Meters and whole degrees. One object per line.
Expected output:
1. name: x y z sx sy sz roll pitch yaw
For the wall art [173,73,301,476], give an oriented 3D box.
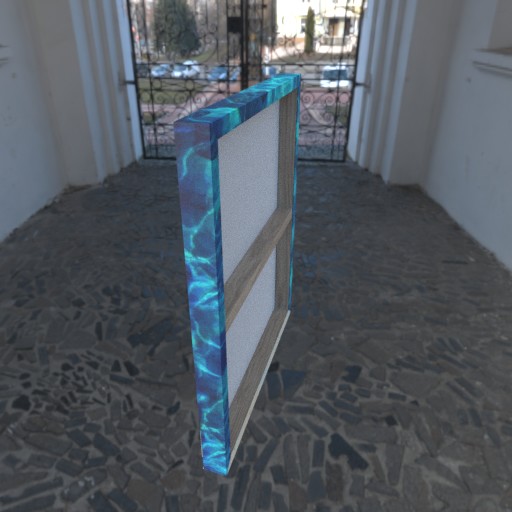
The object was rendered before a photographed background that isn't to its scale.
1. wall art: 0.000 0.000 0.720 0.038 0.508 0.432 8 29 14
